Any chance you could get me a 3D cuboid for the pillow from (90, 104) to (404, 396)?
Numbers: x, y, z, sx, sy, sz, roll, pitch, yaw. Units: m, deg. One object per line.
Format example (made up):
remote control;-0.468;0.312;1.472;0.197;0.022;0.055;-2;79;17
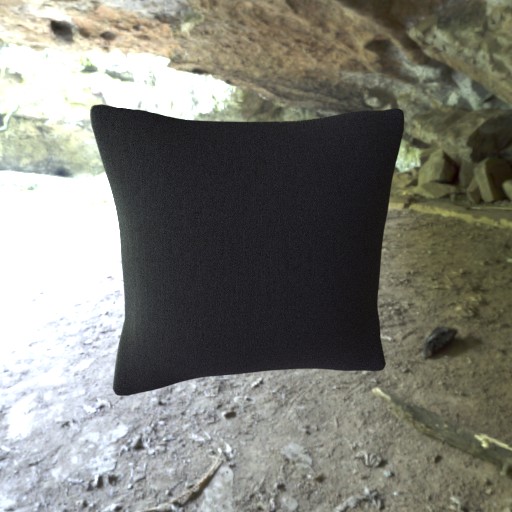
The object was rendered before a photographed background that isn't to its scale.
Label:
pillow;0.000;0.000;0.651;0.437;0.419;0.136;-3;16;-10
